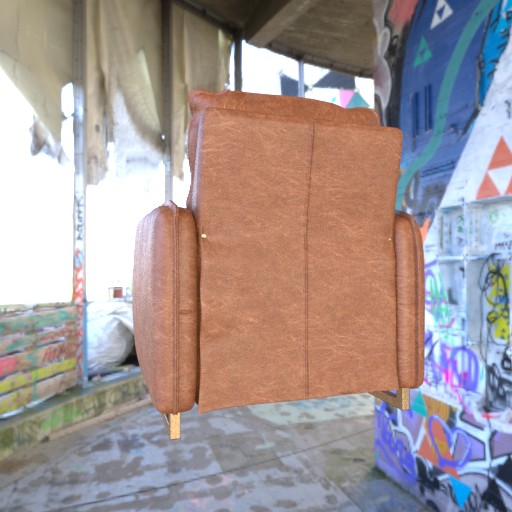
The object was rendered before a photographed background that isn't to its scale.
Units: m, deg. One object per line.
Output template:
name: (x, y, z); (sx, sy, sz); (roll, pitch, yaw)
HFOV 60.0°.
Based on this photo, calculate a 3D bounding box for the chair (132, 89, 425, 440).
chair: (0.000, 0.000, 1.583); (0.830, 0.922, 0.922); (0, -1, -18)
